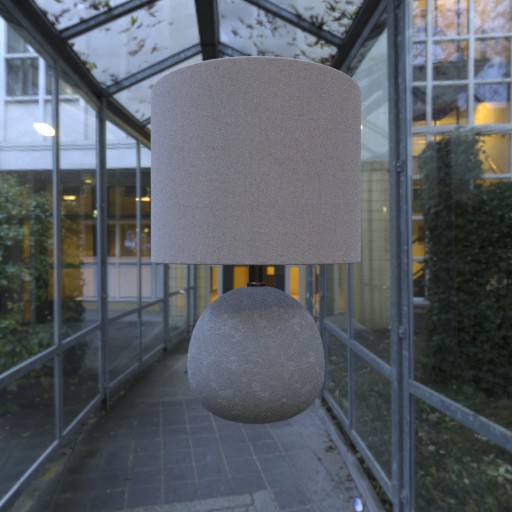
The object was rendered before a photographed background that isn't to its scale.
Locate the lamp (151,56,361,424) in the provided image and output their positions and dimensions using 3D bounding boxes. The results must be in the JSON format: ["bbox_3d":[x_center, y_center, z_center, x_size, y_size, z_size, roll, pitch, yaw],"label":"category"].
[{"bbox_3d":[0.000,0.000,0.585,0.269,0.409,0.269,0,1,2],"label":"lamp"}]
